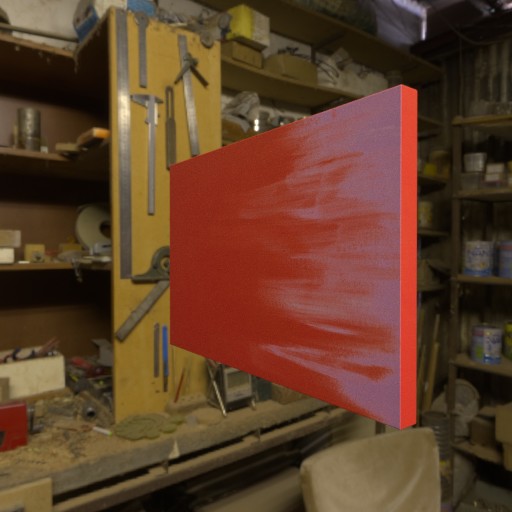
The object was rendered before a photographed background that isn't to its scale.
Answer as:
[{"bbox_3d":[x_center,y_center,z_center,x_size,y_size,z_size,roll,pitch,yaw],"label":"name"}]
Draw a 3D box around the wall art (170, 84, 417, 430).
[{"bbox_3d":[0.000,0.000,0.771,0.033,0.405,0.607,0,1,-37],"label":"wall art"}]
